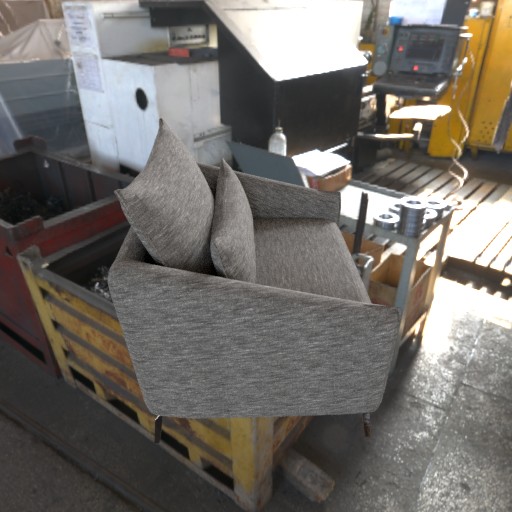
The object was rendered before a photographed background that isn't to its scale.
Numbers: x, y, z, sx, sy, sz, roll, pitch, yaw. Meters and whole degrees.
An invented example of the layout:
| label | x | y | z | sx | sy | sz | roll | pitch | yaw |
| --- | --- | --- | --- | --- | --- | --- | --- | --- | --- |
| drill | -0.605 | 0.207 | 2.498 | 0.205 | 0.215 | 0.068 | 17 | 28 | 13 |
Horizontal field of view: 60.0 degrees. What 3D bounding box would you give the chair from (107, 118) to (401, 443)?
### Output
| label | x | y | z | sx | sy | sz | roll | pitch | yaw |
| --- | --- | --- | --- | --- | --- | --- | --- | --- | --- |
| chair | 0.000 | 0.000 | 1.649 | 0.805 | 0.842 | 1.004 | -1 | 30 | -2 |
